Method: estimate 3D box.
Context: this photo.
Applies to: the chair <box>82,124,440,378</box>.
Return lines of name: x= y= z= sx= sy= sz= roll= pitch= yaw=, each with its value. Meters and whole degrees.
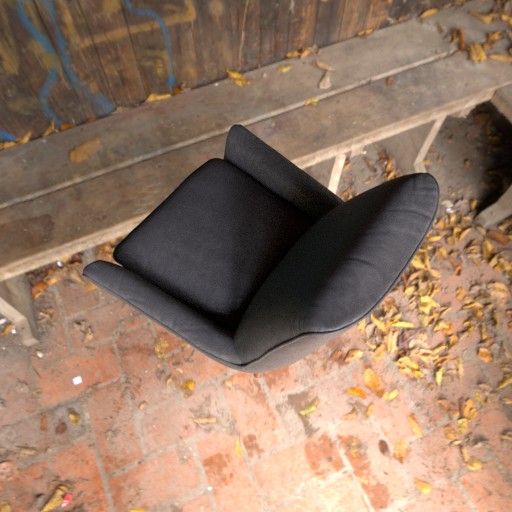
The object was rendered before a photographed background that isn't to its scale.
chair: x=0.000 y=0.000 z=1.441 sx=0.822 sy=0.888 sz=0.787 roll=34 pitch=67 yaw=16
